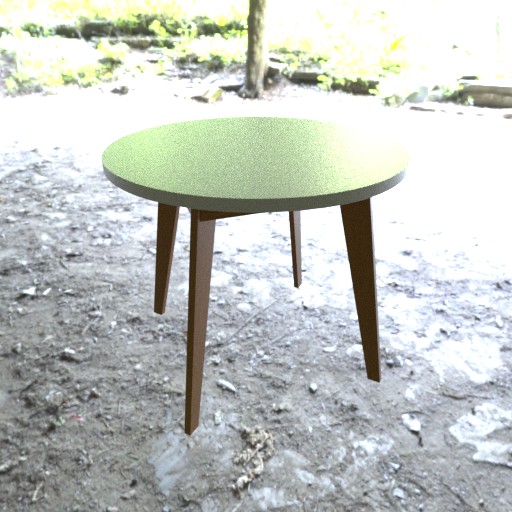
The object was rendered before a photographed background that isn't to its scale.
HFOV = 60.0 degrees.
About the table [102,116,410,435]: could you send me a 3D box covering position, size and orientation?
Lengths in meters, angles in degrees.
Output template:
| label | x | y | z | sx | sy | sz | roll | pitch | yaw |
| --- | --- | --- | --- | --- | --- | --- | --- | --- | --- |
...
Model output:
| label | x | y | z | sx | sy | sz | roll | pitch | yaw |
| --- | --- | --- | --- | --- | --- | --- | --- | --- | --- |
| table | 0.000 | 0.000 | 1.524 | 0.896 | 0.762 | 0.896 | 0 | 28 | 0 |
